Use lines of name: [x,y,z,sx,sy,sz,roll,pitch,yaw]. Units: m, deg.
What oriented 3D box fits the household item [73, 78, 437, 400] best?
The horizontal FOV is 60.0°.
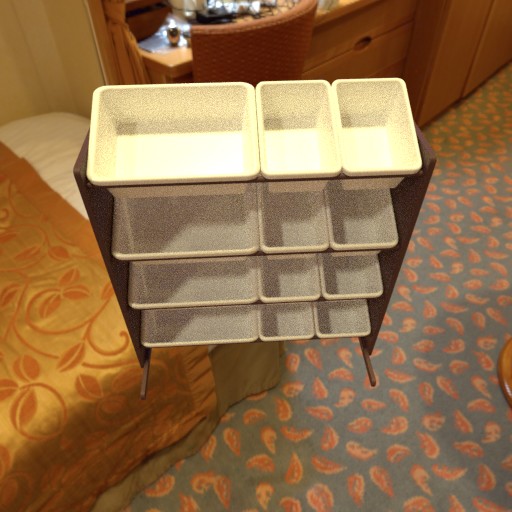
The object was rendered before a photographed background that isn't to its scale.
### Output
household item: [0.000,0.000,1.258,0.787,0.864,0.389,-3,45,-3]
